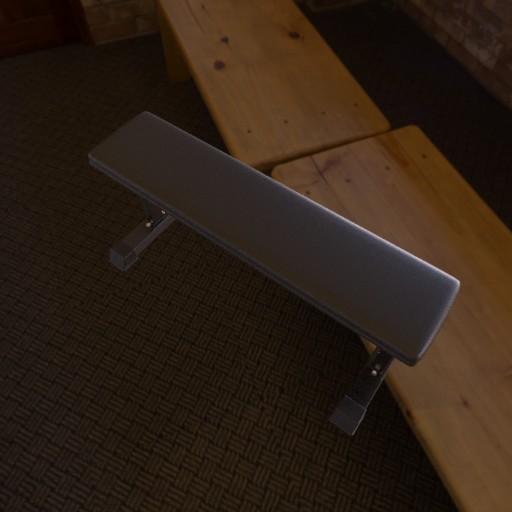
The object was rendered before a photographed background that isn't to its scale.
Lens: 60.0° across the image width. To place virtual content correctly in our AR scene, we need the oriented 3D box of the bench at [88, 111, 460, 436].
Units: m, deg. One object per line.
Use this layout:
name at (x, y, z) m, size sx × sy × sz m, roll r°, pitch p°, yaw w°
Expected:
bench at (0.000, 0.000, 1.359) m, size 1.072 × 0.453 × 0.439 m, roll 32°, pitch 62°, yaw 19°
